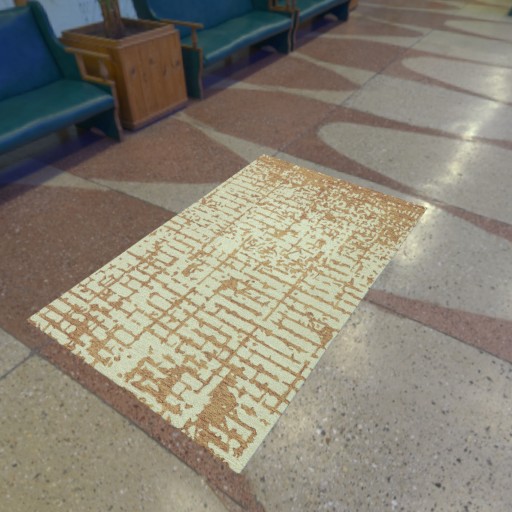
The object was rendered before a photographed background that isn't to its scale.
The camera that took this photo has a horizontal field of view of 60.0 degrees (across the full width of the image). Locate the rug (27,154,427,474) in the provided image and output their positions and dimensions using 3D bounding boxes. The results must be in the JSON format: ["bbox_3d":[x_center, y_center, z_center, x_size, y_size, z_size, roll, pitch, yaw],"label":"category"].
[{"bbox_3d":[0.000,0.000,2.971,1.517,0.011,2.435,24,46,26],"label":"rug"}]
